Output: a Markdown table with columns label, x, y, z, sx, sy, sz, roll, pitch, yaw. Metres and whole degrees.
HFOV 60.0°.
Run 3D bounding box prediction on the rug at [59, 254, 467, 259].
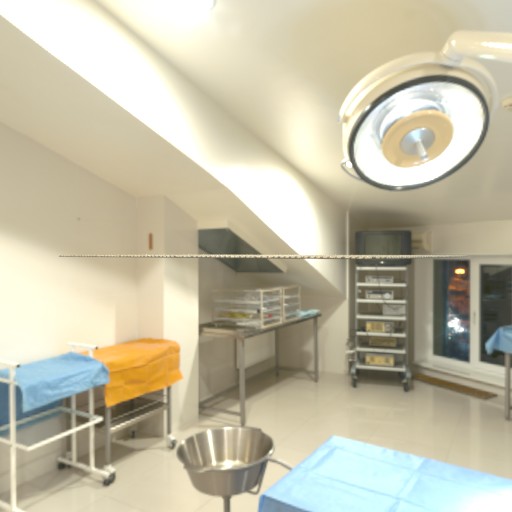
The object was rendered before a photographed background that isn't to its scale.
| label | x | y | z | sx | sy | sz | roll | pitch | yaw |
| --- | --- | --- | --- | --- | --- | --- | --- | --- | --- |
| rug | 0.000 | 0.000 | 2.244 | 1.752 | 0.008 | 1.144 | 0 | 0 | 37 |
